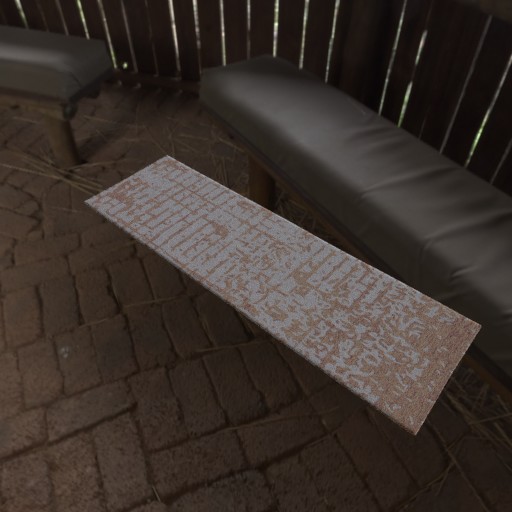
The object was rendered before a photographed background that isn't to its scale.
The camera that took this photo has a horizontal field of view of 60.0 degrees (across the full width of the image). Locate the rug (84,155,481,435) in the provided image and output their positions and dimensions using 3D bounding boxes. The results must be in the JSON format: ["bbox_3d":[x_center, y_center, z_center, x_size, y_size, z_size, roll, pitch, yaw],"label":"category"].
[{"bbox_3d":[0.000,0.000,2.650,2.435,0.011,0.750,32,54,27],"label":"rug"}]
